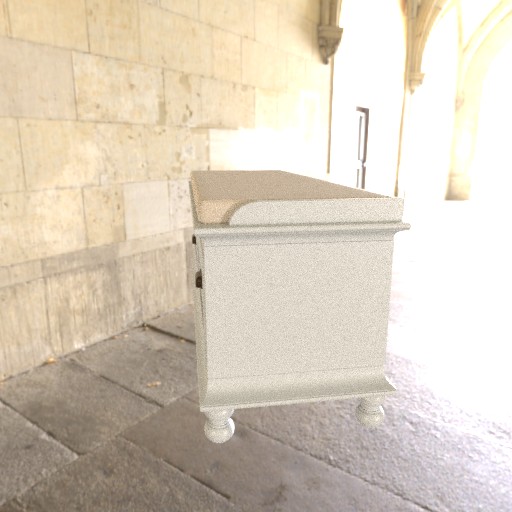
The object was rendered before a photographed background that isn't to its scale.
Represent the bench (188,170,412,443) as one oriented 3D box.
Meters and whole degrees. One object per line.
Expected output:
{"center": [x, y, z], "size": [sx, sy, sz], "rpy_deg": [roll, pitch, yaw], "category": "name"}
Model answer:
{"center": [0.000, 0.000, 1.409], "size": [0.402, 0.486, 1.185], "rpy_deg": [-2, 14, -9], "category": "bench"}
